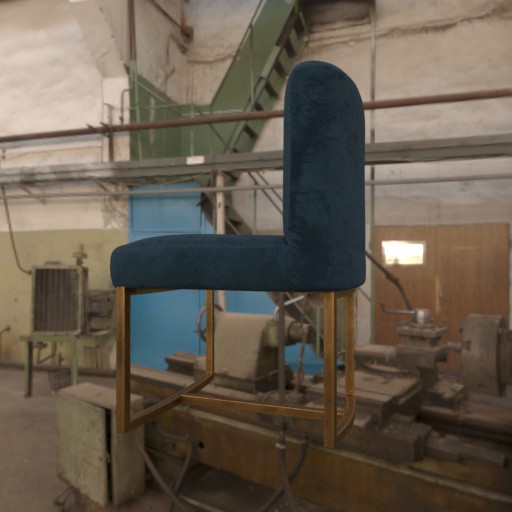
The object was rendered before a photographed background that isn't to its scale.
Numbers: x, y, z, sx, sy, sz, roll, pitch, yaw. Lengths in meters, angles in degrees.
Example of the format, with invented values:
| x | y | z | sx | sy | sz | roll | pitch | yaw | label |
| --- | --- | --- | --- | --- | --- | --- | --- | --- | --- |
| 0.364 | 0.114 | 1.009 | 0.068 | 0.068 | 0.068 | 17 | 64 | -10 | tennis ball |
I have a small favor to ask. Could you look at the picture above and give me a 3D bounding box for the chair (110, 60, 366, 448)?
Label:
| x | y | z | sx | sy | sz | roll | pitch | yaw | label |
| --- | --- | --- | --- | --- | --- | --- | --- | --- | --- |
| 0.000 | 0.000 | 1.180 | 0.560 | 0.824 | 0.530 | 0 | 0 | 19 | chair |
